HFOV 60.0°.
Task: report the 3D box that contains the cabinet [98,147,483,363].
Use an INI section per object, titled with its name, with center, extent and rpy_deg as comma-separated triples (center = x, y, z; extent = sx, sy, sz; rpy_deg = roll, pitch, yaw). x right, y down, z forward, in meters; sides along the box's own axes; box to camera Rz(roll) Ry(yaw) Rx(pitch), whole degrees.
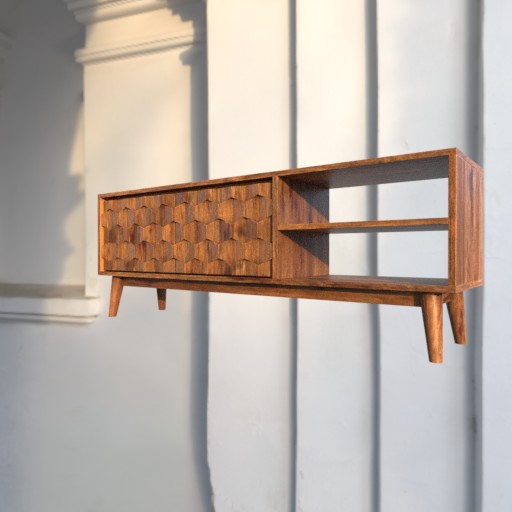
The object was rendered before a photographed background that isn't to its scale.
[cabinet]
center = 0.000, 0.000, 1.632
extent = 1.448, 0.528, 0.349
rpy_deg = 0, 1, 36
